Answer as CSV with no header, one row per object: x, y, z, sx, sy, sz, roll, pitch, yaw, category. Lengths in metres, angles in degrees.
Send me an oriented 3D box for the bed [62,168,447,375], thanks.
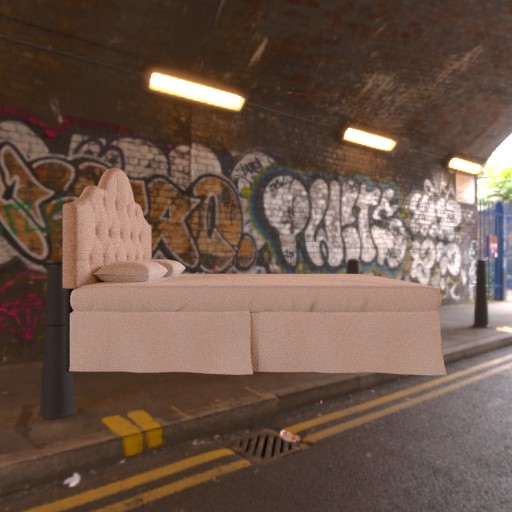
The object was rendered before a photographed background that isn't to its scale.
0.000,0.000,3.026,1.970,1.194,1.667,0,0,1,bed
